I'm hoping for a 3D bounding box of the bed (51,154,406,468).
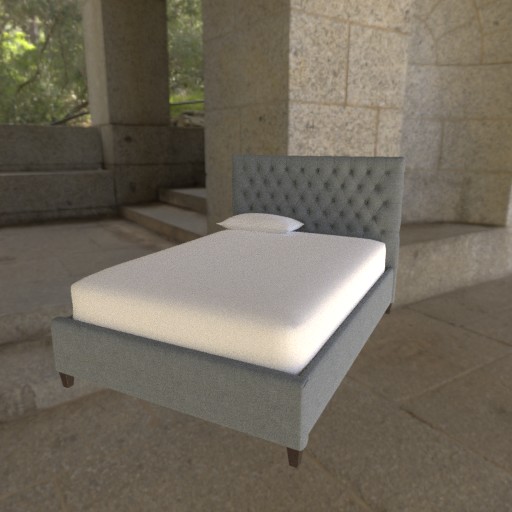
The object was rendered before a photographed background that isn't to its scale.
[{"bbox_3d":[0.000,0.000,3.309,1.698,1.411,2.335,7,16,26],"label":"bed"}]
